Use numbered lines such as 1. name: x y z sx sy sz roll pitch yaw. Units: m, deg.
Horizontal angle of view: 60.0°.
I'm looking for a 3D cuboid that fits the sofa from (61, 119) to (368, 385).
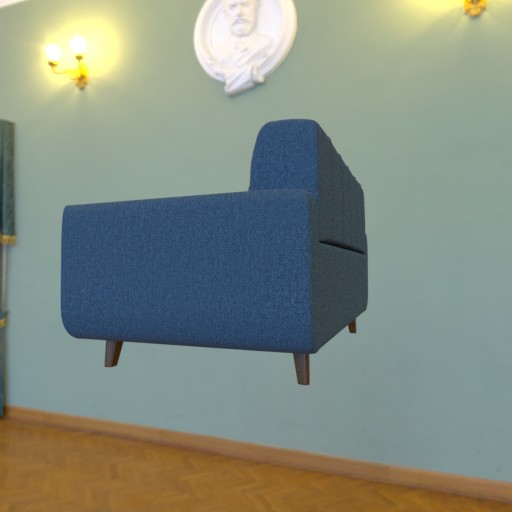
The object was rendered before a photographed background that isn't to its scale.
1. sofa: 0.000 0.000 2.218 0.942 0.896 1.651 -1 -2 20
